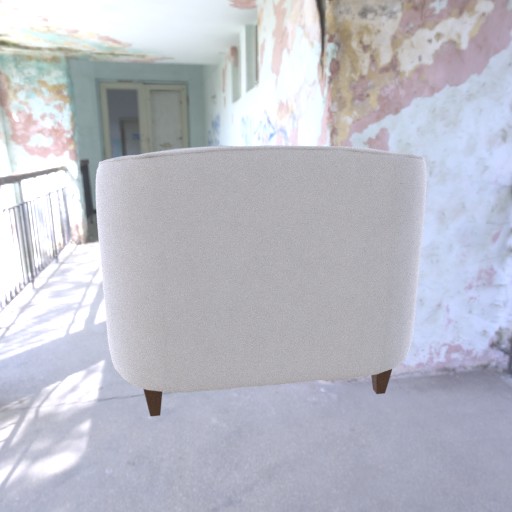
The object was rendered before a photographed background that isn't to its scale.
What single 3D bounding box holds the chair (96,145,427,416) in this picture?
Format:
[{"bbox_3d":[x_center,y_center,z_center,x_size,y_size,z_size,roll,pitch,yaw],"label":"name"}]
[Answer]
[{"bbox_3d":[0.000,0.000,1.749,1.104,0.852,0.941,-2,15,-9],"label":"chair"}]
